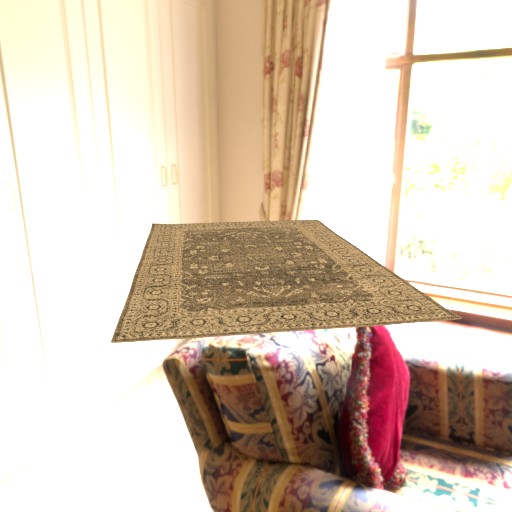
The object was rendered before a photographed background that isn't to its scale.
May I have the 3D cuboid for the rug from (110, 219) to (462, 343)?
[{"bbox_3d":[0.000,0.000,2.349,1.209,0.019,1.828,-2,16,-8],"label":"rug"}]
